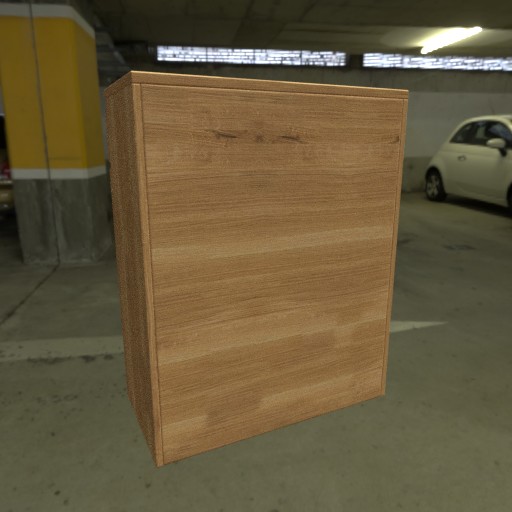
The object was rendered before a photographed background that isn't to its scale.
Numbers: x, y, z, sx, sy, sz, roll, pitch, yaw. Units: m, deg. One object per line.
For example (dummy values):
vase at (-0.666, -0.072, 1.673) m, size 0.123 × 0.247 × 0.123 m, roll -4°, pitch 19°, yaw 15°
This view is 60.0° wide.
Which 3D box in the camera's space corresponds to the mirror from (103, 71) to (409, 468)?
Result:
mirror at (0.000, 0.000, 1.419) m, size 0.800 × 1.000 × 0.400 m, roll -7°, pitch 16°, yaw -26°
